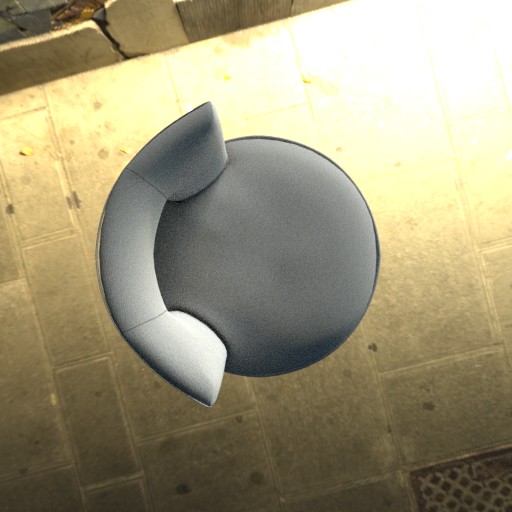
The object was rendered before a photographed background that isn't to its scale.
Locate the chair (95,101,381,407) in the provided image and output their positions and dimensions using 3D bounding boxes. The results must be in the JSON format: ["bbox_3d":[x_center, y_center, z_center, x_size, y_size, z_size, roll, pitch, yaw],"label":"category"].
[{"bbox_3d":[0.000,0.000,1.230,0.665,0.723,0.650,0,89,0],"label":"chair"}]
